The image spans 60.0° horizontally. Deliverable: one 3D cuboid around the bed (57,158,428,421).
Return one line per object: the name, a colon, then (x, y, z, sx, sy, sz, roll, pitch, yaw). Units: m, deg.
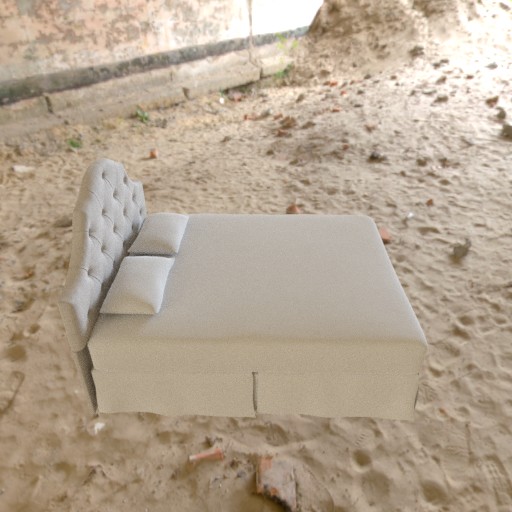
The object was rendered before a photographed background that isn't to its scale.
bed: (0.000, 0.000, 3.728, 2.477, 1.617, 2.039, 0, 33, 1)
